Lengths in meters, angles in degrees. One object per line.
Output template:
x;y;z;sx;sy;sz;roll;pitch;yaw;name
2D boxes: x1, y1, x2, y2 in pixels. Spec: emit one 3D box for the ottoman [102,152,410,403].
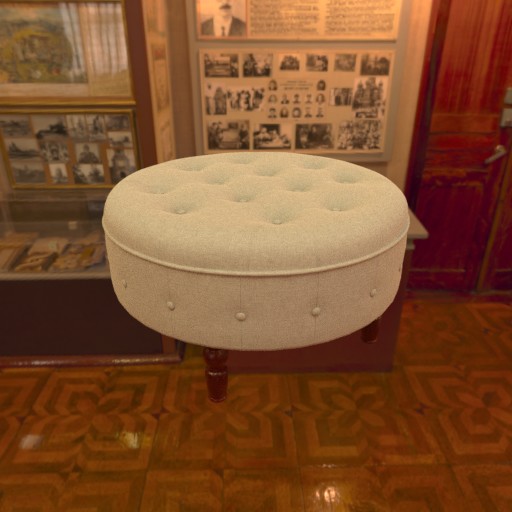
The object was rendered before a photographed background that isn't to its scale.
0.000;0.000;1.352;0.849;0.478;0.849;0;26;0;ottoman
